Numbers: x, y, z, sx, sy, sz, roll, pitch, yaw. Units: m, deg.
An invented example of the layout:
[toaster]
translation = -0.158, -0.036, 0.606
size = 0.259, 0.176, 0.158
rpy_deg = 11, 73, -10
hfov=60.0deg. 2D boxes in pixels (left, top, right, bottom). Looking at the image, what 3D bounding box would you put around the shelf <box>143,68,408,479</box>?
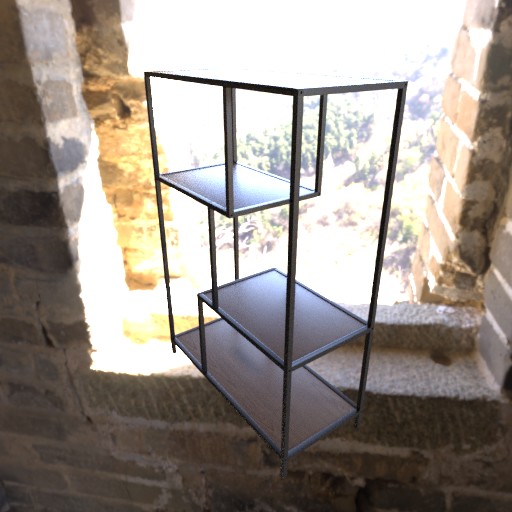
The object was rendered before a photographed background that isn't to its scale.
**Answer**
[shelf]
translation = 0.000, 0.000, 1.504
size = 0.350, 1.138, 0.770
rpy_deg = -17, 31, -32
